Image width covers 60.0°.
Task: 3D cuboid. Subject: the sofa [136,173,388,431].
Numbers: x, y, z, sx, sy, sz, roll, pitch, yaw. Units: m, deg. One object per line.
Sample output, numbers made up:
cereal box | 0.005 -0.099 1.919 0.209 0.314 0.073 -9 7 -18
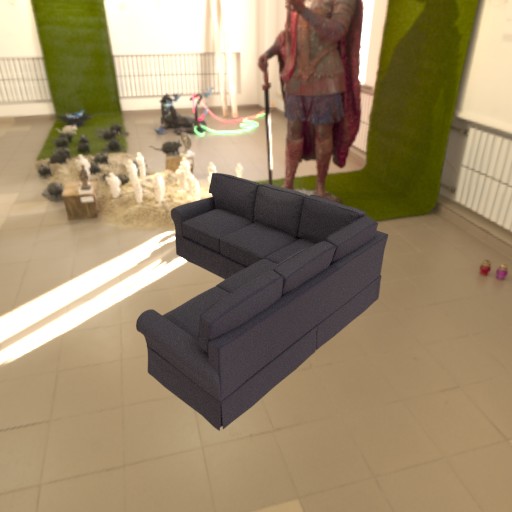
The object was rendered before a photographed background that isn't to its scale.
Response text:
sofa | 0.000 0.000 5.275 2.874 1.169 3.773 -8 30 -14
